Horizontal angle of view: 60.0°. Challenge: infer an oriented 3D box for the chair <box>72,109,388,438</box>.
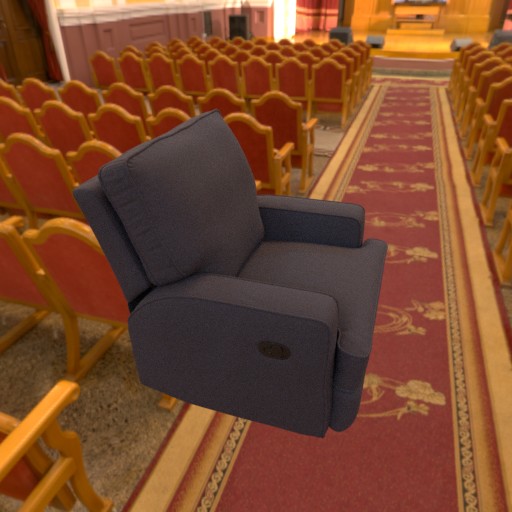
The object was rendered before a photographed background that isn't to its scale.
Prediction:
[{"bbox_3d":[0.000,0.000,1.722,0.964,0.962,0.861,10,33,16],"label":"chair"}]
